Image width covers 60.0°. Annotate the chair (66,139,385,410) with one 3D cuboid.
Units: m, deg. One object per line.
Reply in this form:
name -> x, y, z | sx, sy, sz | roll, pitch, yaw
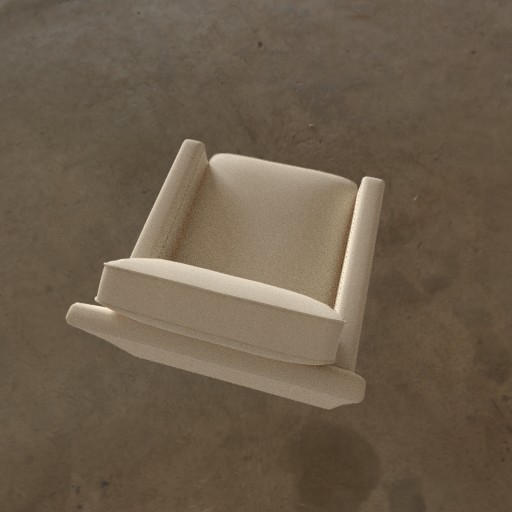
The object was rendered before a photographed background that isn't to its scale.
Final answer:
chair -> 0.000, 0.000, 1.705 | 0.853, 0.943, 1.014 | 13, 63, 7
